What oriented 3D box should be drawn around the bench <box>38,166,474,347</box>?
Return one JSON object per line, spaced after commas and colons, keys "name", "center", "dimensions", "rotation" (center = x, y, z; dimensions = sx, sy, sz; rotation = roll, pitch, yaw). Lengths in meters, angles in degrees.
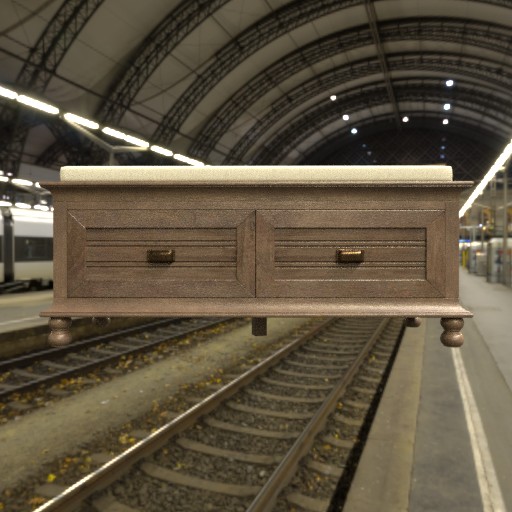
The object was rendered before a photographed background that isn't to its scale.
{"name": "bench", "center": [0.000, 0.000, 1.407], "dimensions": [1.185, 0.501, 0.402], "rotation": [0, 1, 0]}
